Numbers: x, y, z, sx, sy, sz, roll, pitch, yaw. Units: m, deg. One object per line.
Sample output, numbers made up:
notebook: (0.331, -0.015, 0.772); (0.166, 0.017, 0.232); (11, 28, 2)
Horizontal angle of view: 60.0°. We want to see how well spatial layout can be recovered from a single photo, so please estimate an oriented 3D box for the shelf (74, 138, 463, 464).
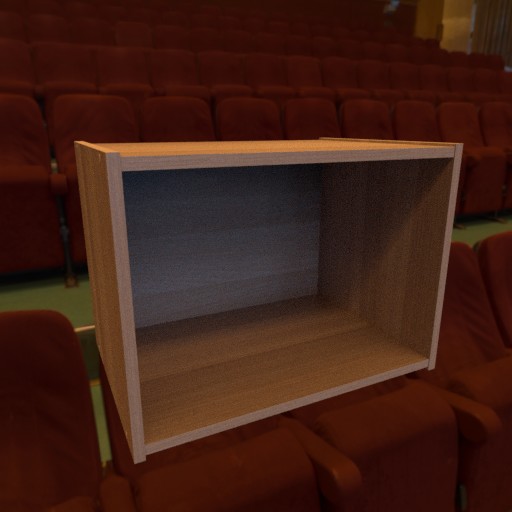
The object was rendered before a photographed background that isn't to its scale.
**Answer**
shelf: (0.000, 0.000, 0.614); (0.415, 0.305, 0.290); (-8, 18, -25)
